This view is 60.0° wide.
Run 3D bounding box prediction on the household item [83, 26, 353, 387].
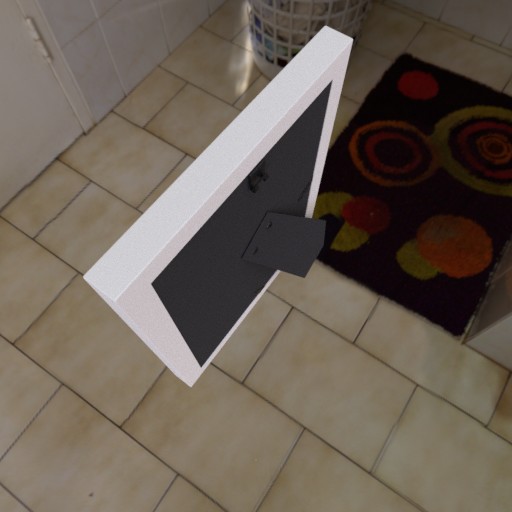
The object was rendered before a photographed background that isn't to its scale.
[{"bbox_3d":[0.000,0.000,0.338,0.045,0.250,0.200,34,70,14],"label":"household item"}]
